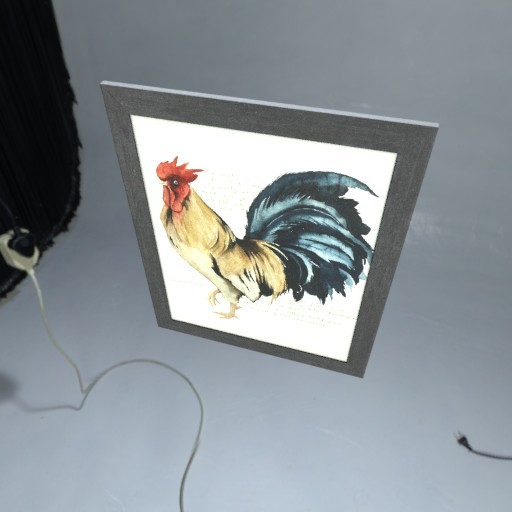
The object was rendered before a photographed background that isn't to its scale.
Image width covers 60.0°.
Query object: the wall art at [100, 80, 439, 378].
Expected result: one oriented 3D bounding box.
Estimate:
[{"bbox_3d":[0.000,0.000,0.796,0.476,0.570,0.013,12,44,12],"label":"wall art"}]
